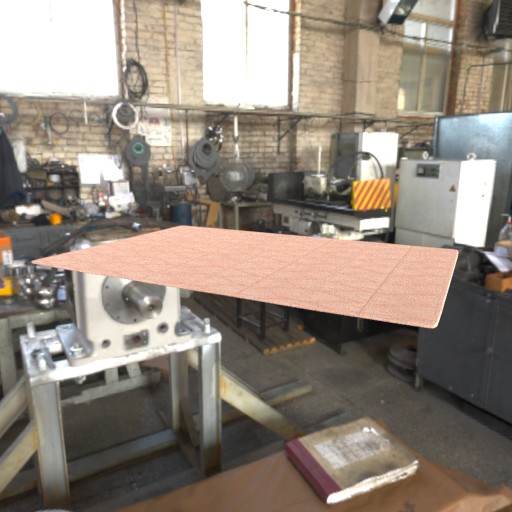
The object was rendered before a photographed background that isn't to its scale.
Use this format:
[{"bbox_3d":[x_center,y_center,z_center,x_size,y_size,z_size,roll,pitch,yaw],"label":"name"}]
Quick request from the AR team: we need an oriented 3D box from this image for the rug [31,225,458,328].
[{"bbox_3d":[0.000,0.000,2.947,2.390,0.015,1.609,7,15,26],"label":"rug"}]
